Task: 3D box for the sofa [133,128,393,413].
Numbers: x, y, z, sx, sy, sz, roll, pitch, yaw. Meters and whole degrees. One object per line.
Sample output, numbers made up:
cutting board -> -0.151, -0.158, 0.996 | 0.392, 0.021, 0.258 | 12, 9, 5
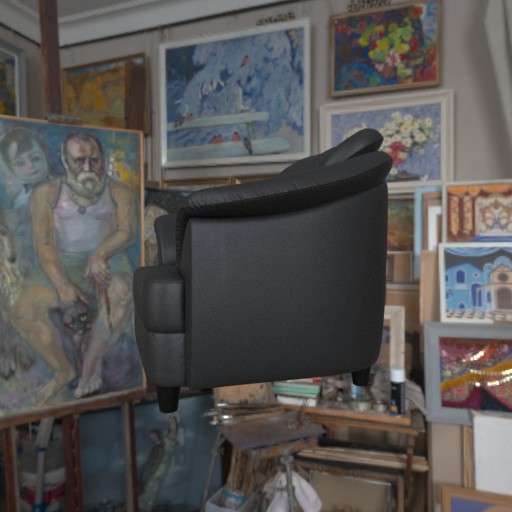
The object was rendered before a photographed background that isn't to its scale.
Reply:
sofa -> 0.000, 0.000, 1.517 | 0.794, 0.811, 0.870 | 0, 1, -18
